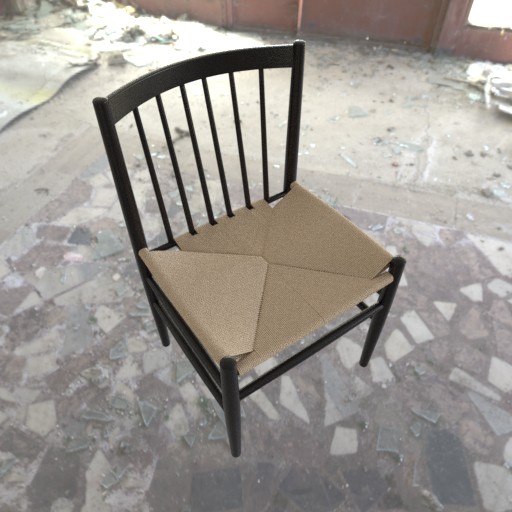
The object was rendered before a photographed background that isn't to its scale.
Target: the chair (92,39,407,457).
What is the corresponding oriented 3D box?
[{"bbox_3d":[0.000,0.000,1.091,0.495,0.818,0.516,-27,52,-23],"label":"chair"}]
